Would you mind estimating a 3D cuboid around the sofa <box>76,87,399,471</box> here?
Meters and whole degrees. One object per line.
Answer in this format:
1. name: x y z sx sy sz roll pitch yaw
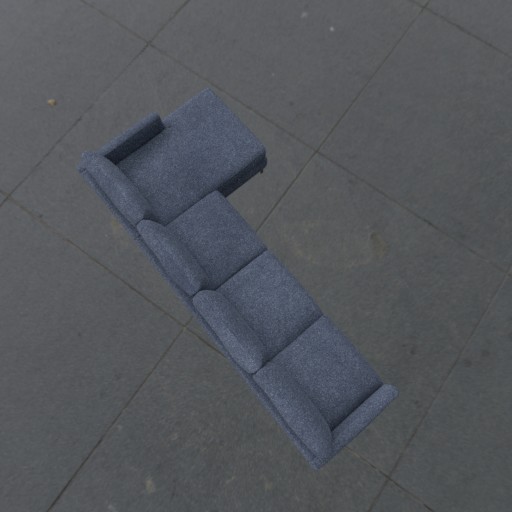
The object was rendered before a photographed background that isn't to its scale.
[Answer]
1. sofa: 0.000 0.000 3.516 1.350 0.810 2.932 -39 79 -9
